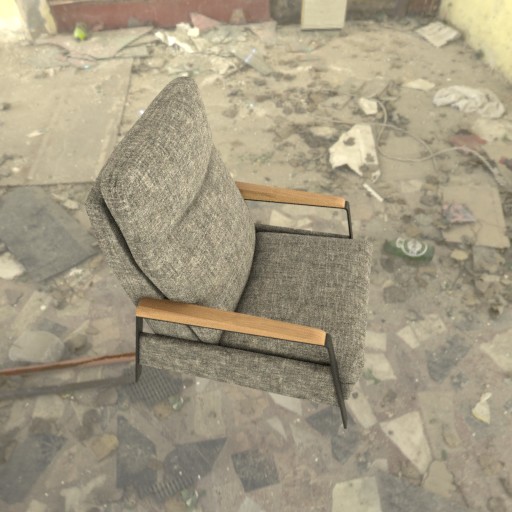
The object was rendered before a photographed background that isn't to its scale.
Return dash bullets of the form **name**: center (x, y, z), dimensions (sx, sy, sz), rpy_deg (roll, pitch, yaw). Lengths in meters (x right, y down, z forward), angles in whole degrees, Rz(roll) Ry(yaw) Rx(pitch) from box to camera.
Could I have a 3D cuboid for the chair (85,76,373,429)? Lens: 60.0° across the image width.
- **chair**: center (0.000, 0.000, 1.601), dimensions (0.868, 1.042, 0.671), rpy_deg (10, 48, 9)
